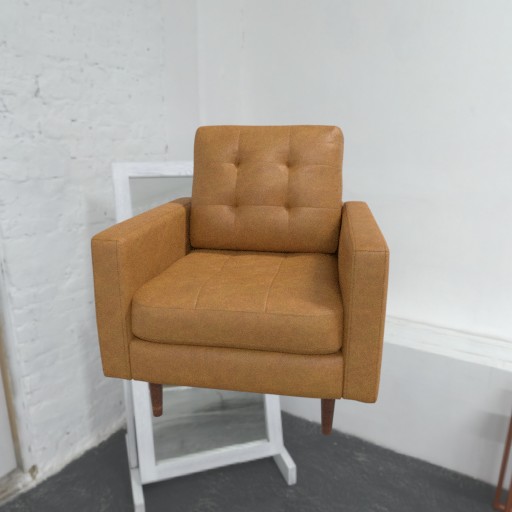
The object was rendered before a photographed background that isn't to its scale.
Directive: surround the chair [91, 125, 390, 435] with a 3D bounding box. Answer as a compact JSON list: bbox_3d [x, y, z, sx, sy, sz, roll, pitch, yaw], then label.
[{"bbox_3d":[0.000,0.000,1.562,0.831,0.896,0.868,3,16,9],"label":"chair"}]
